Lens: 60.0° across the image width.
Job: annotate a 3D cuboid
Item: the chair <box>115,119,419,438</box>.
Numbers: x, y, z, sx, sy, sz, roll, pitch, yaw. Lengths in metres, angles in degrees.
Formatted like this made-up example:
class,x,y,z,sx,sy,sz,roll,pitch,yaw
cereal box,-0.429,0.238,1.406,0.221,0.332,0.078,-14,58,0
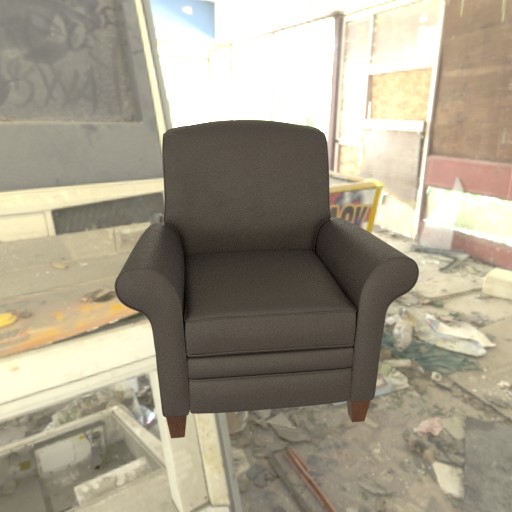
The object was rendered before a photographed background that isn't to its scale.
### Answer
class,x,y,z,sx,sy,sz,roll,pitch,yaw
chair,0.000,0.000,1.831,0.978,1.061,0.902,-2,18,-7
